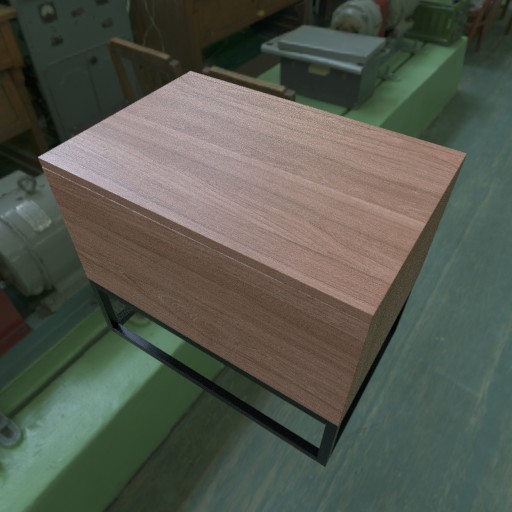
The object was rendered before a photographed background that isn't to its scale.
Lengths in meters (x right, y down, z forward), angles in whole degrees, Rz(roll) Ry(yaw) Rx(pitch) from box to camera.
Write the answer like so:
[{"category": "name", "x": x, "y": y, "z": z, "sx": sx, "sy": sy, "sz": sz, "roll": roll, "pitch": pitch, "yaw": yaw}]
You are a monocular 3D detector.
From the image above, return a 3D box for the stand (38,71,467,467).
[{"category": "stand", "x": 0.000, "y": 0.000, "z": 0.930, "sx": 0.600, "sy": 0.500, "sz": 0.420, "roll": 25, "pitch": 51, "yaw": 22}]
